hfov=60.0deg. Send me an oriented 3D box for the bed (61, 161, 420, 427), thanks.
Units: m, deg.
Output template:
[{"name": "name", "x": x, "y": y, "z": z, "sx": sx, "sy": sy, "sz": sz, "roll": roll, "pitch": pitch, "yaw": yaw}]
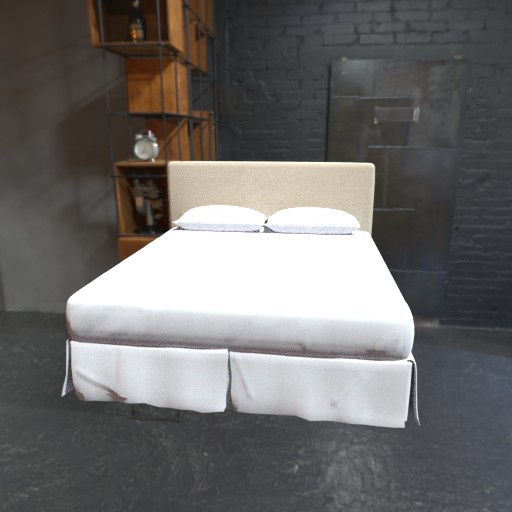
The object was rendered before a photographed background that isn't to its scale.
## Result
[{"name": "bed", "x": 0.000, "y": 0.000, "z": 3.470, "sx": 2.119, "sy": 1.317, "sz": 2.319, "roll": 2, "pitch": 16, "yaw": 7}]
